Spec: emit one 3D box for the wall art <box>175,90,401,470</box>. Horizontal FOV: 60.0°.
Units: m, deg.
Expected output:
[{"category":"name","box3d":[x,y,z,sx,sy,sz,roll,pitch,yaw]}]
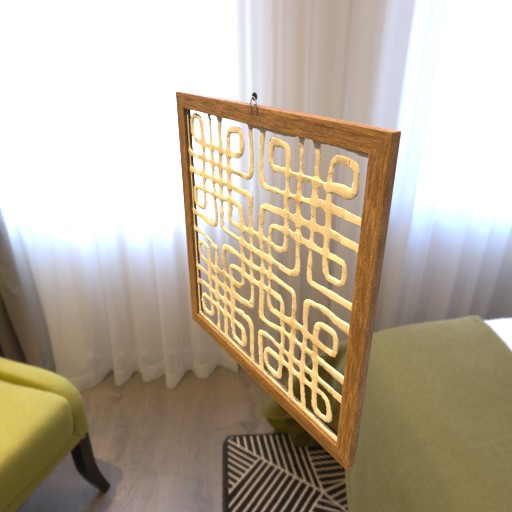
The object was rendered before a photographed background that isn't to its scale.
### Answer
[{"category":"wall art","box3d":[0.000,0.000,0.833,0.021,0.582,0.561,-17,31,-31]}]
